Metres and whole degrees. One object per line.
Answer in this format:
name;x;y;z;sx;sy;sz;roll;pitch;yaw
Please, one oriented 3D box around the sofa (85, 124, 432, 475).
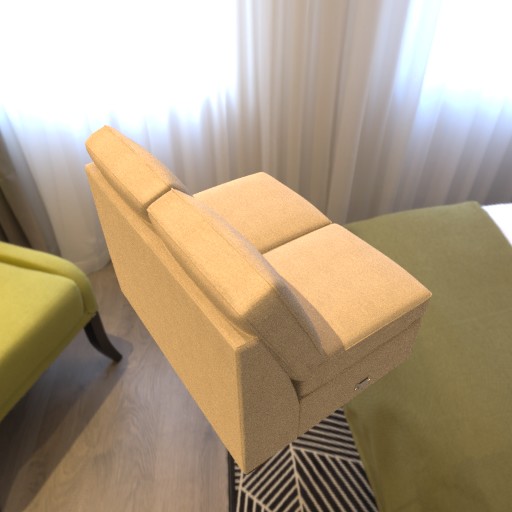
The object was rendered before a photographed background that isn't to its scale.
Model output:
sofa;0.000;0.000;1.977;0.978;1.006;1.232;-25;46;-26
